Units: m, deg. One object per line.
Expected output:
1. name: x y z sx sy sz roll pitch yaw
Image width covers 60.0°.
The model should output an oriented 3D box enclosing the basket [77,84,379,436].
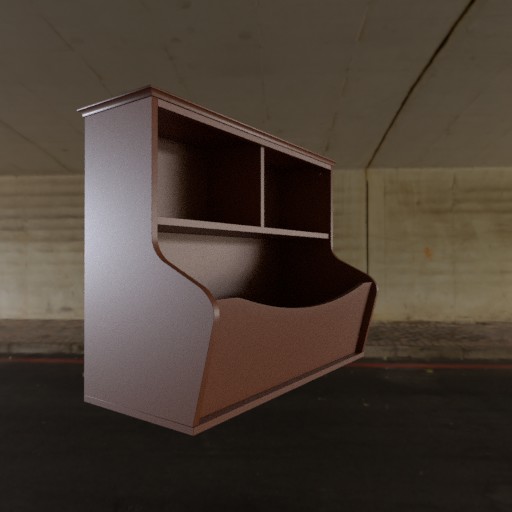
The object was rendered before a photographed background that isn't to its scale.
1. basket: 0.000 0.000 1.159 0.376 0.625 0.792 0 0 35
